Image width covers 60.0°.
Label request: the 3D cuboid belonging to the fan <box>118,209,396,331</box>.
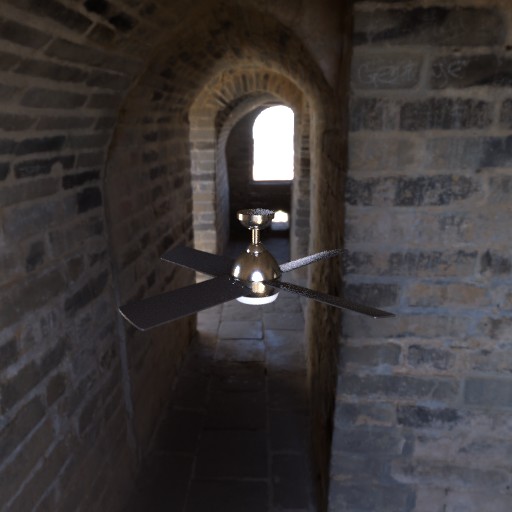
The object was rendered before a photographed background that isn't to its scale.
[{"bbox_3d":[0.000,0.000,2.018,1.332,0.403,1.332,14,21,42],"label":"fan"}]
